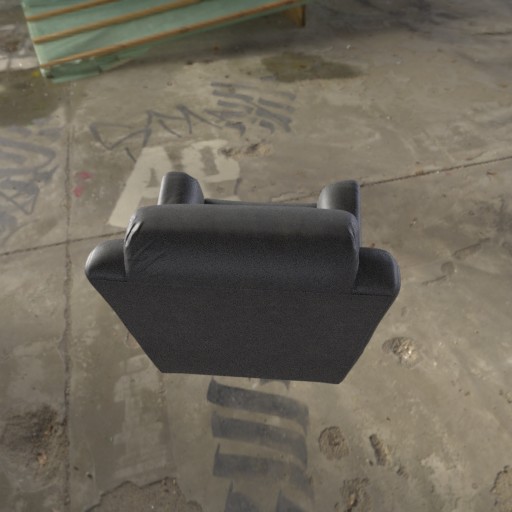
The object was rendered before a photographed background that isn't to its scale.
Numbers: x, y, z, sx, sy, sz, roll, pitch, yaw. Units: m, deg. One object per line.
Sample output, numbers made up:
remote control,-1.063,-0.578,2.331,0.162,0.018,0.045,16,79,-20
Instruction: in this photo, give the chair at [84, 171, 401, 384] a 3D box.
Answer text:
chair,0.000,0.000,1.859,0.967,1.116,1.068,3,46,3
